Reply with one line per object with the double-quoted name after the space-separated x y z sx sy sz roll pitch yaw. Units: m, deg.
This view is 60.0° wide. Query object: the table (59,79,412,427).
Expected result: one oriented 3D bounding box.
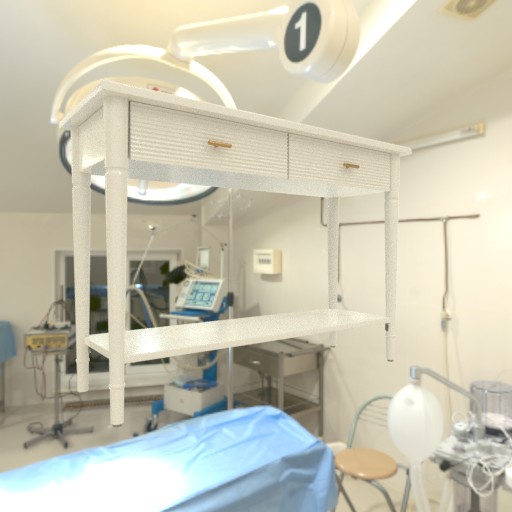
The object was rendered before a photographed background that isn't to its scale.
0.000 0.000 1.390 1.067 0.749 0.381 -1 1 -36 "table"
